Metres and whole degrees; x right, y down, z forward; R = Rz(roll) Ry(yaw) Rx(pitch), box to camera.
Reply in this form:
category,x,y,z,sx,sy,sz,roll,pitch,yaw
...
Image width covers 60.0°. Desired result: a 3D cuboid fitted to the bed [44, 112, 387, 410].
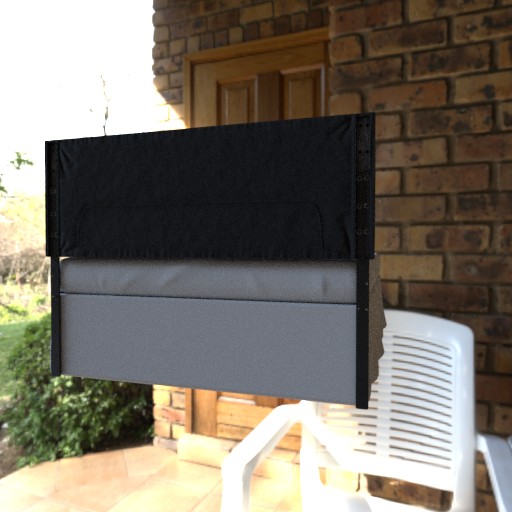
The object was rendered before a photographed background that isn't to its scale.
category,x,y,z,sx,sy,sz,roll,pitch,yaw
bed,0.000,0.000,2.894,1.621,1.168,1.958,0,1,17
